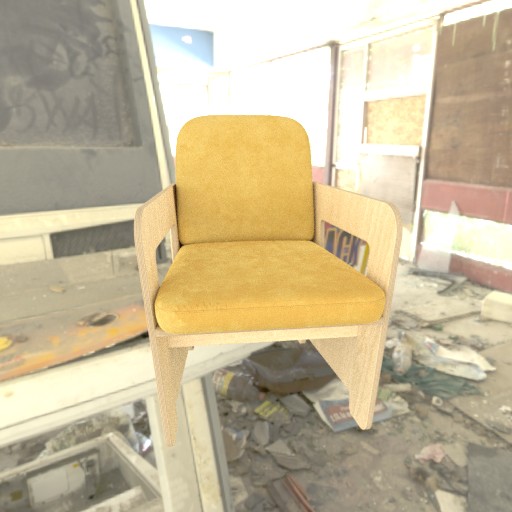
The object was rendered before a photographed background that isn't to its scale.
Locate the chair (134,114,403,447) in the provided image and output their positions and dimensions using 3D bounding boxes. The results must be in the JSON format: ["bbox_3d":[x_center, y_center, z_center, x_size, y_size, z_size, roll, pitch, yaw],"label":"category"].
[{"bbox_3d":[0.000,0.000,1.273,0.590,0.800,0.710,-2,15,-7],"label":"chair"}]
